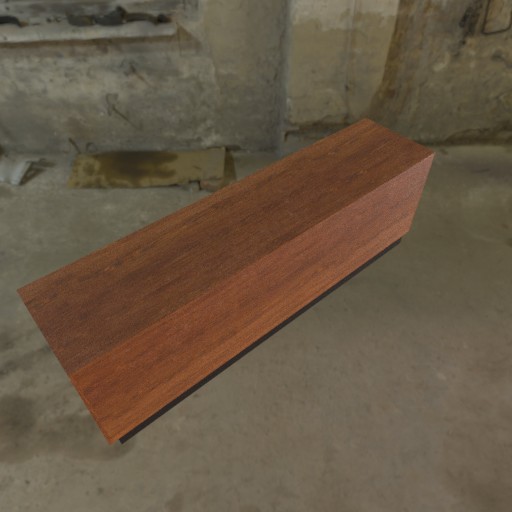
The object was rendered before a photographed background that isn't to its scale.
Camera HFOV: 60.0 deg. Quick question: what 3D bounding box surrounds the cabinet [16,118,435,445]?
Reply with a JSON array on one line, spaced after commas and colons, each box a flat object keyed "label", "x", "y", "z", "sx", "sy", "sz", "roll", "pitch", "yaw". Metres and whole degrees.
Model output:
[{"label": "cabinet", "x": 0.000, "y": 0.000, "z": 1.780, "sx": 1.600, "sy": 0.510, "sz": 0.419, "roll": -31, "pitch": 53, "yaw": -27}]
